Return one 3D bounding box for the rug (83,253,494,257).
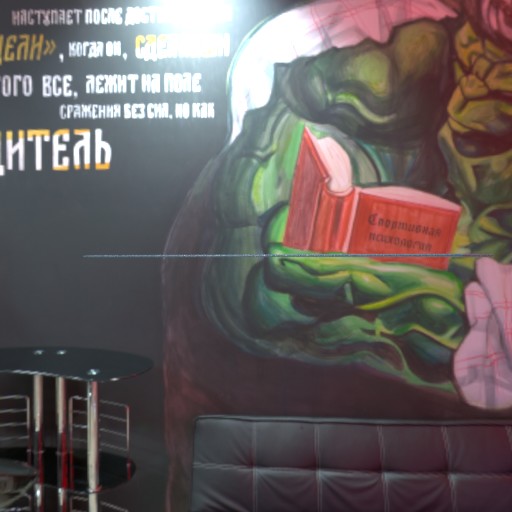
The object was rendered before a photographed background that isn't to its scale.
[{"bbox_3d":[0.000,0.000,2.394,2.196,0.011,0.662,0,0,36],"label":"rug"}]
